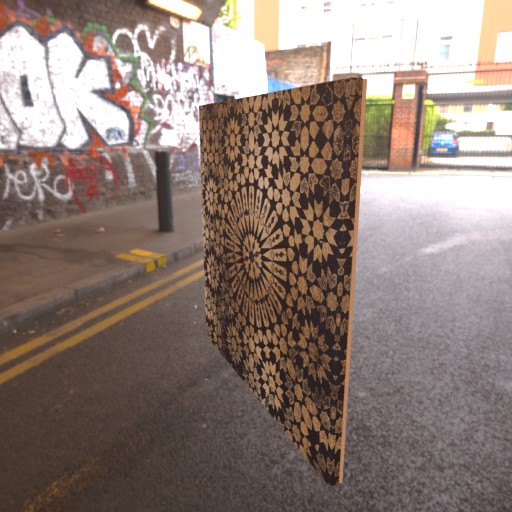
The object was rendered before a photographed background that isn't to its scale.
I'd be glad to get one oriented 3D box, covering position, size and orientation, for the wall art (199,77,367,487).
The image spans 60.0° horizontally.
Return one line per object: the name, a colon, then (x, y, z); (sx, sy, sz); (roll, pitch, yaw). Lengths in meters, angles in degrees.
wall art: (0.000, 0.000, 1.342); (0.038, 0.914, 0.914); (-7, 17, -24)
